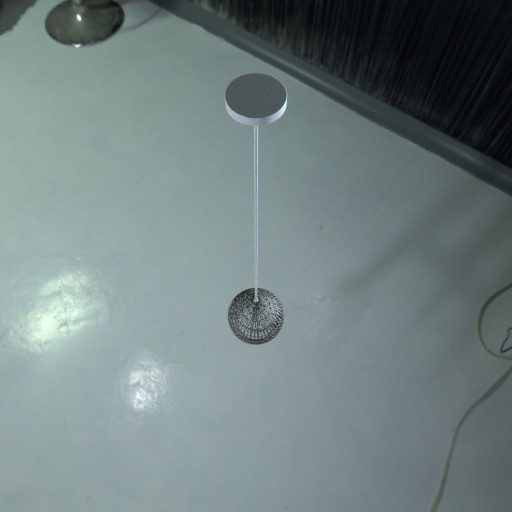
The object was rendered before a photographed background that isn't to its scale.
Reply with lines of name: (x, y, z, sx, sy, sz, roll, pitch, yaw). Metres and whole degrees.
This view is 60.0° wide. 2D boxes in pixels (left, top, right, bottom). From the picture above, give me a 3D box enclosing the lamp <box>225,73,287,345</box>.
lamp: (0.000, 0.000, 2.045, 0.355, 1.919, 0.355, 31, 67, 14)
